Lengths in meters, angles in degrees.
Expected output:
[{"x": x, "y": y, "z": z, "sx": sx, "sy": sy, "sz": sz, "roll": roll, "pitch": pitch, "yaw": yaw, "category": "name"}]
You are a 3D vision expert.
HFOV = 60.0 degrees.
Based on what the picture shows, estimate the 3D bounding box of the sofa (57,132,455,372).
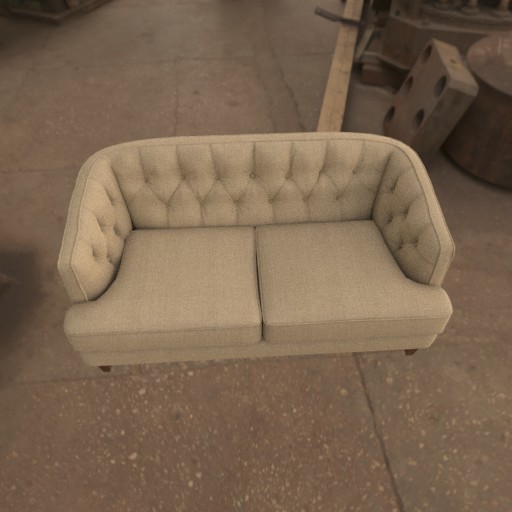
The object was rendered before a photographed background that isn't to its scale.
[{"x": 0.000, "y": 0.000, "z": 2.258, "sx": 1.733, "sy": 0.855, "sz": 0.941, "roll": -3, "pitch": 47, "yaw": -2, "category": "sofa"}]
